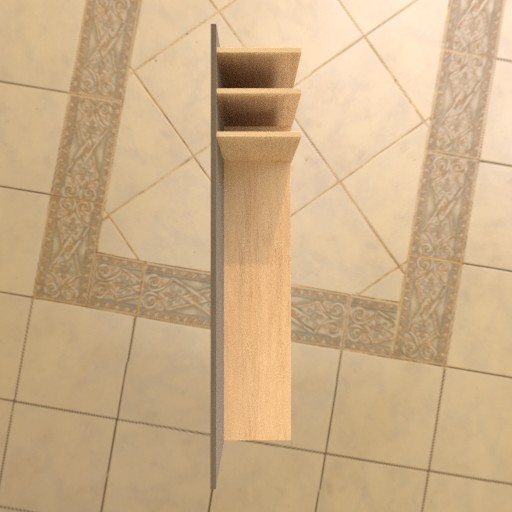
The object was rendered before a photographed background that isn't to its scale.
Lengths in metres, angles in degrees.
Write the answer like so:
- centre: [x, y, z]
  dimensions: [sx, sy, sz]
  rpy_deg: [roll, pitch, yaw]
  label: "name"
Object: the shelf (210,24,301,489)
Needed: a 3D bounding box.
- centre: [0.000, 0.000, 1.121]
  dimensions: [0.200, 0.300, 1.020]
  rpy_deg: [0, 90, 0]
  label: "shelf"
